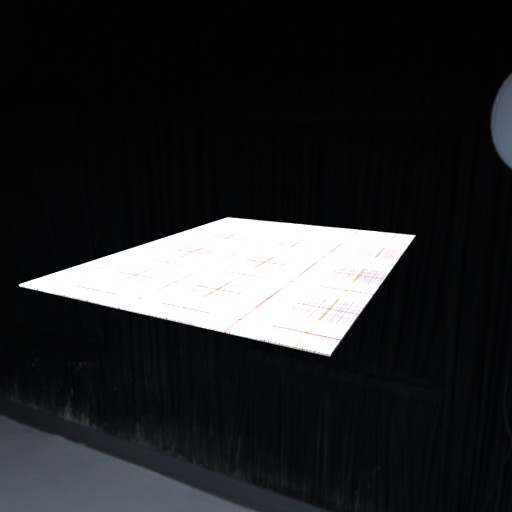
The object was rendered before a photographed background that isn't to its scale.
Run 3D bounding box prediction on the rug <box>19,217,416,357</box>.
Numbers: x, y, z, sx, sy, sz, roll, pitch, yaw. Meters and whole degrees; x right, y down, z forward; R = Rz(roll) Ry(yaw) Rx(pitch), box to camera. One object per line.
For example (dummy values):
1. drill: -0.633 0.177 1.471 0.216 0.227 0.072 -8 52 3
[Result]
1. rug: 0.000 0.000 3.953 2.317 0.016 2.959 8 17 26
